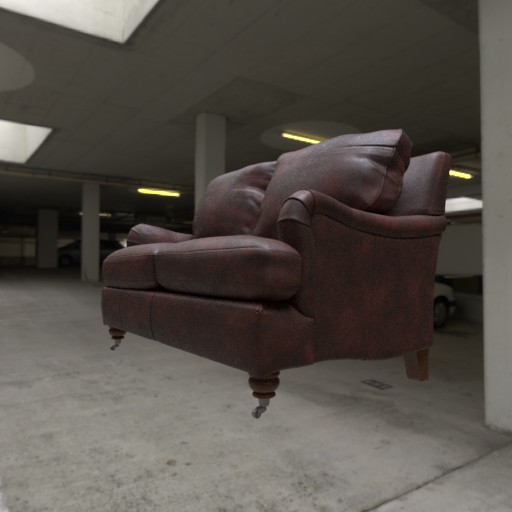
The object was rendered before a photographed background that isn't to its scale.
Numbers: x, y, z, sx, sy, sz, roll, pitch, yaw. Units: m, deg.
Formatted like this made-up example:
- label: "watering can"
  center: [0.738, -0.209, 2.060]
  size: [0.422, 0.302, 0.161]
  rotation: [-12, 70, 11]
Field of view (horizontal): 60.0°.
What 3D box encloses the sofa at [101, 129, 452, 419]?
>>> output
- label: "sofa"
  center: [0.000, 0.000, 2.283]
  size: [1.148, 1.070, 1.628]
  rotation: [1, -2, -36]
